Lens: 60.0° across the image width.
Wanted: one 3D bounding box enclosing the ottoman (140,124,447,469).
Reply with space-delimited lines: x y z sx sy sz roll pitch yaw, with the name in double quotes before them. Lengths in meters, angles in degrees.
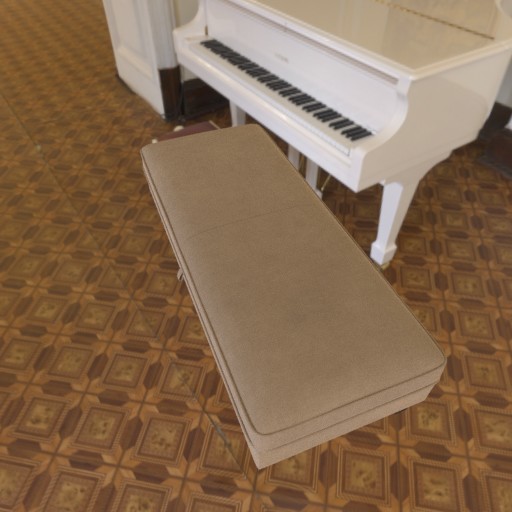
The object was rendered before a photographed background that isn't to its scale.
"ottoman" 0.000 0.000 2.036 0.735 0.460 1.726 -16 47 -15
